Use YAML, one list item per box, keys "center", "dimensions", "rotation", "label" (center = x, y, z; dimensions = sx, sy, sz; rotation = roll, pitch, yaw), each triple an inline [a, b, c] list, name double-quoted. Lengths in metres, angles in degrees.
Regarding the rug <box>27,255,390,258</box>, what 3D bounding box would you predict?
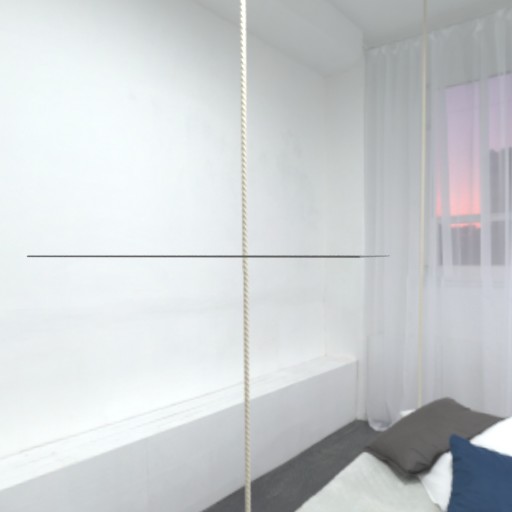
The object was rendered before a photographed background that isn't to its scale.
- center: [0.000, 0.000, 4.396]
  dimensions: [2.393, 0.013, 3.307]
  rotation: [0, 0, 19]
  label: "rug"
